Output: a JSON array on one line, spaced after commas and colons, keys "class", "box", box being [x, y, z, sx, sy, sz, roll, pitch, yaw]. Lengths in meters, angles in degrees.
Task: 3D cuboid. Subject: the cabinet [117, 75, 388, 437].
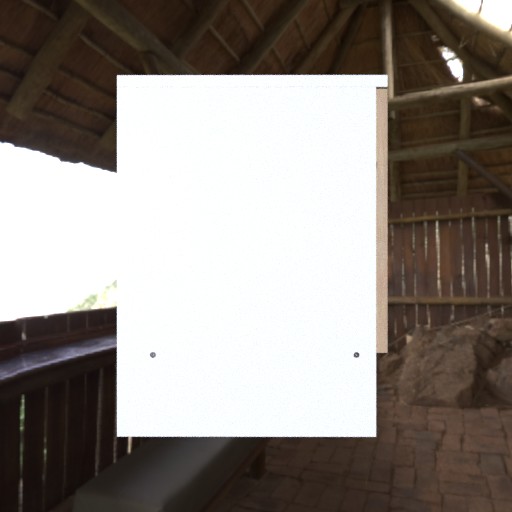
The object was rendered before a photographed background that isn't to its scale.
[{"class": "cabinet", "box": [0.000, 0.000, 0.939, 0.400, 0.522, 0.600, 0, 0, 0]}]
